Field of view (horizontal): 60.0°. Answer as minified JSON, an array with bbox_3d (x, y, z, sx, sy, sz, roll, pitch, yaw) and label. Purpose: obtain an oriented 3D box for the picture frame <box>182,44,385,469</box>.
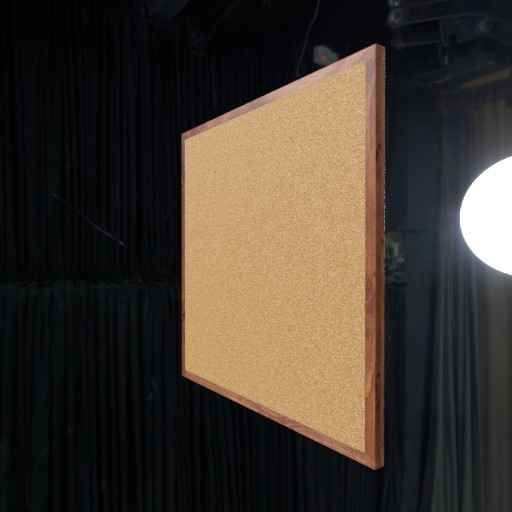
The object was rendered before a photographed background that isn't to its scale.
[{"bbox_3d":[0.000,0.000,1.181,0.029,0.817,0.810,0,1,-36],"label":"picture frame"}]
